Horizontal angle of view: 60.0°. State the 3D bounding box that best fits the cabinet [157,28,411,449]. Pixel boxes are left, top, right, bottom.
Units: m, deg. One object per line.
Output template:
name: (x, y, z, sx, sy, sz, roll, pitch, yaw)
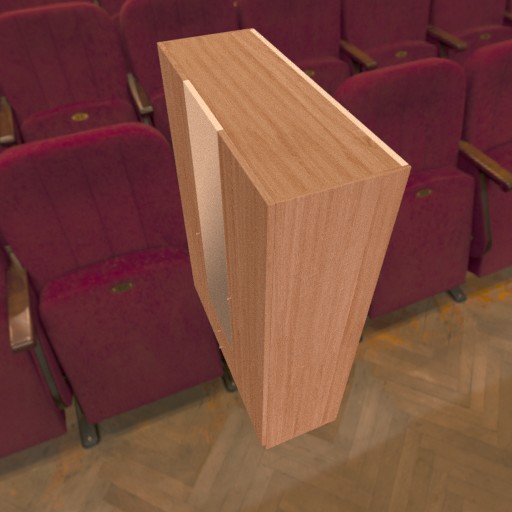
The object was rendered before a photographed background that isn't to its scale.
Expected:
cabinet: (0.000, 0.000, 2.760, 0.590, 2.120, 1.500, -17, 48, -16)
